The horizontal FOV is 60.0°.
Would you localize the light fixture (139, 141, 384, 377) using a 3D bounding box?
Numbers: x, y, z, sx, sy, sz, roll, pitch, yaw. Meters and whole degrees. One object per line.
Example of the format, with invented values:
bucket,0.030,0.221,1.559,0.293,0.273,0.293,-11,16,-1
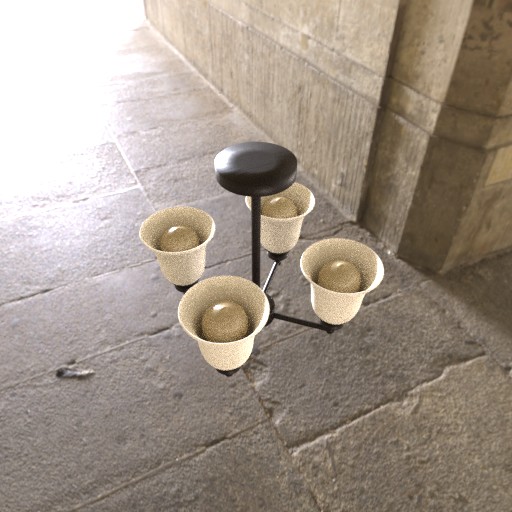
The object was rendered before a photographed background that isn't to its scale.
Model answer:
light fixture,0.000,0.000,1.920,1.069,0.925,1.069,13,43,14
